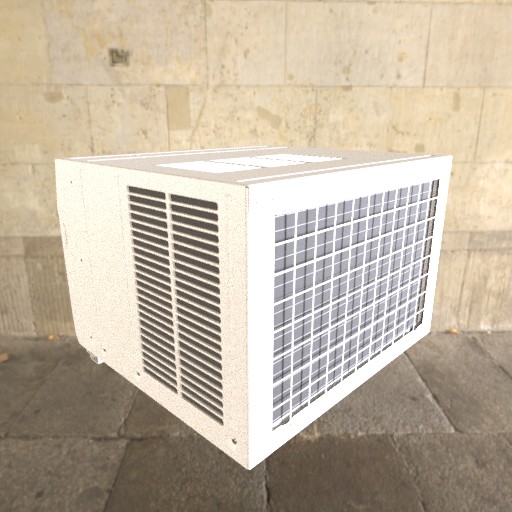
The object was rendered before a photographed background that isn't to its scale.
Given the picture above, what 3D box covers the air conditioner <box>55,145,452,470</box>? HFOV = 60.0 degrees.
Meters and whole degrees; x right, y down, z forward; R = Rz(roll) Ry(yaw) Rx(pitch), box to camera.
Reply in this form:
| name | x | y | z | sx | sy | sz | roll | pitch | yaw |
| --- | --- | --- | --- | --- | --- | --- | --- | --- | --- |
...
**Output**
| name | x | y | z | sx | sy | sz | roll | pitch | yaw |
| --- | --- | --- | --- | --- | --- | --- | --- | --- | --- |
| air conditioner | 0.000 | 0.000 | 1.032 | 0.599 | 0.455 | 0.645 | 16 | 23 | 42 |
